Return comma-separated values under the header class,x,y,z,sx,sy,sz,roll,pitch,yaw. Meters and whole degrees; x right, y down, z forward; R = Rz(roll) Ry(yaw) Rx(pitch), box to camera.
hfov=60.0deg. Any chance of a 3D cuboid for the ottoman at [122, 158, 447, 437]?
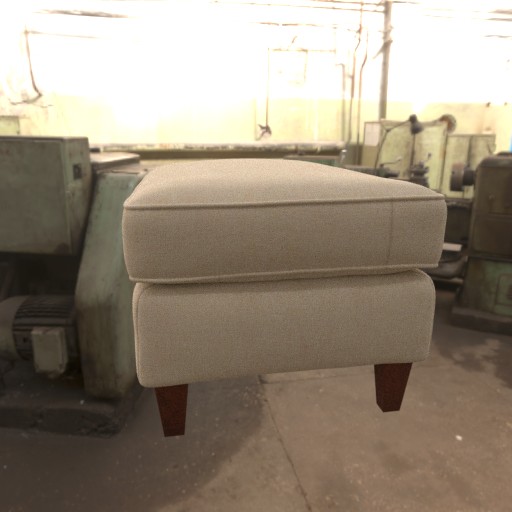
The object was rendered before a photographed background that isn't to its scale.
class,x,y,z,sx,sy,sz,roll,pitch,yaw
ottoman,0.000,0.000,1.183,0.583,0.484,0.862,-3,16,-9
